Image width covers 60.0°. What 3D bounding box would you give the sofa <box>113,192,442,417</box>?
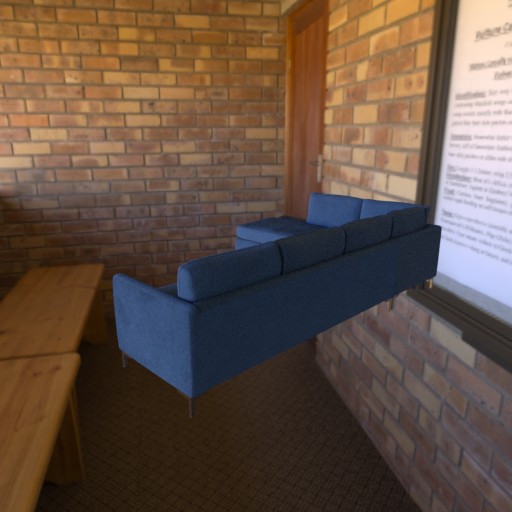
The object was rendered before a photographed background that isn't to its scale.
[{"bbox_3d":[0.000,0.000,3.875,2.949,0.815,2.007,-15,22,-42],"label":"sofa"}]
